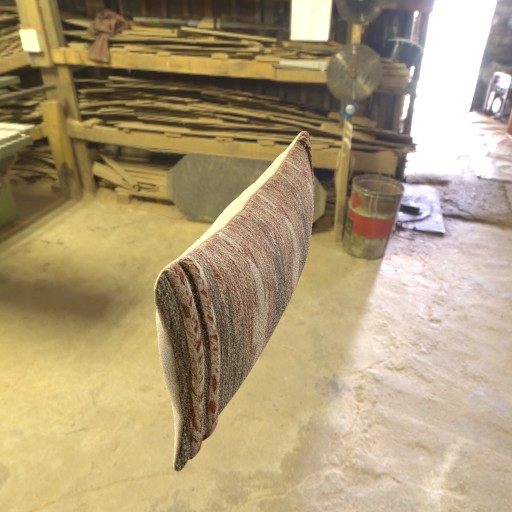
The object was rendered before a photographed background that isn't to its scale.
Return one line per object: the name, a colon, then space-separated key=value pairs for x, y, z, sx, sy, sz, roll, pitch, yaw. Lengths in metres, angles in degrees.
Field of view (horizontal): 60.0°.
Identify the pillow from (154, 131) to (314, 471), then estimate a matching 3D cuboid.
pillow: x=0.000 y=0.000 z=0.739 sx=0.139 sy=0.282 sz=0.635 roll=9 pitch=31 yaw=16
